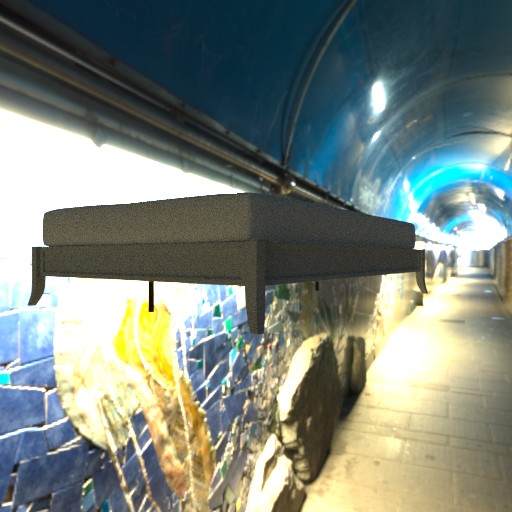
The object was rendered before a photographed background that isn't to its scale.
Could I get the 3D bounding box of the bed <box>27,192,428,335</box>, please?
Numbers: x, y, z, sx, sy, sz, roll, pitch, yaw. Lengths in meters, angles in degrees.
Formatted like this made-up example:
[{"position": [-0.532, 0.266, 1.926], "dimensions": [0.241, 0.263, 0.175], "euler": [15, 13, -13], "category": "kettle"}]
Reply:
[{"position": [0.000, 0.000, 2.646], "dimensions": [1.460, 0.510, 1.985], "euler": [0, 0, 36], "category": "bed"}]
